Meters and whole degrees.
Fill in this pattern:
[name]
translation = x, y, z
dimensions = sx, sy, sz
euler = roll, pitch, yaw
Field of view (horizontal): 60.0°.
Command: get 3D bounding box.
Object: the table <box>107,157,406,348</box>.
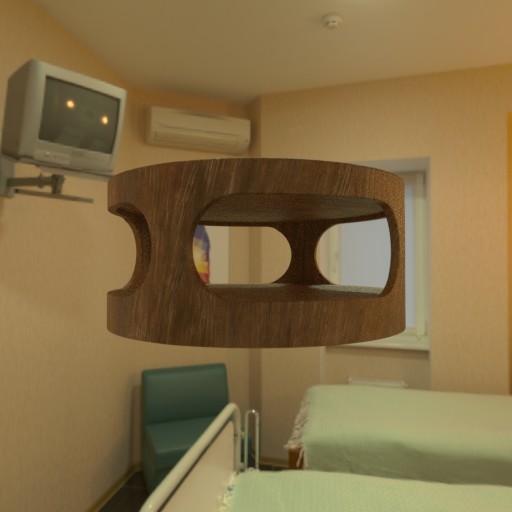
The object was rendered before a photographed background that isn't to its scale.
[table]
translation = 0.000, 0.000, 1.530
dimensions = 0.974, 0.450, 0.974
euler = 0, -1, 0
